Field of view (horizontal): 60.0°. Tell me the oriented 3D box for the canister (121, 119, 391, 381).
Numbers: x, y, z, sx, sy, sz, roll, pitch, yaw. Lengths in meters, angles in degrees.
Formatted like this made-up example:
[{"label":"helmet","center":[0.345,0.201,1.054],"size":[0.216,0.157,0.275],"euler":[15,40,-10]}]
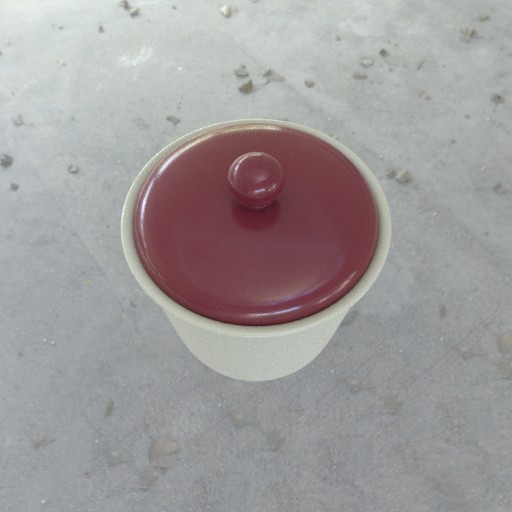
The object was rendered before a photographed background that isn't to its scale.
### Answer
[{"label":"canister","center":[0.000,0.000,0.350],"size":[0.182,0.208,0.182],"euler":[0,58,0]}]
